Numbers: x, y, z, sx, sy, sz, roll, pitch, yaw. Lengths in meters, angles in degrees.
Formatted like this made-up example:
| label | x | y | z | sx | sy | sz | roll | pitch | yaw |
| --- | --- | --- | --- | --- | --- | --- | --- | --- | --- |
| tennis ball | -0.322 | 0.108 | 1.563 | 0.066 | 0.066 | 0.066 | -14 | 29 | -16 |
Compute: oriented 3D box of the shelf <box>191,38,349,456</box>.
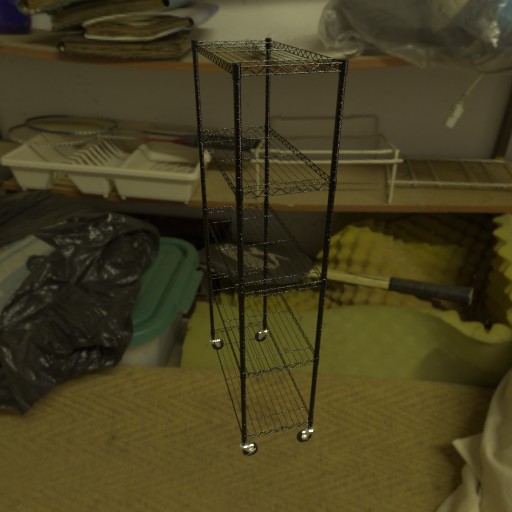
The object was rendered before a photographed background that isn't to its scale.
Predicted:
| label | x | y | z | sx | sy | sz | roll | pitch | yaw |
| --- | --- | --- | --- | --- | --- | --- | --- | --- | --- |
| shelf | 0.000 | 0.000 | 1.926 | 0.356 | 1.645 | 0.762 | -8 | 32 | -14 |
